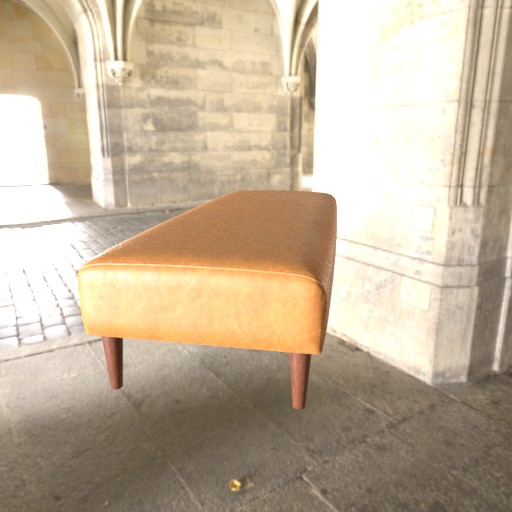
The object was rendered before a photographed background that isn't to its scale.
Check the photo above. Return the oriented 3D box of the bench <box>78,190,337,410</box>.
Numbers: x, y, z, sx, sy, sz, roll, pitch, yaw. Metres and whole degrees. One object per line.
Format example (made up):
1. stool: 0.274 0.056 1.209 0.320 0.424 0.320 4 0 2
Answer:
1. bench: 0.000 0.000 1.845 0.653 0.399 1.610 3 15 10
